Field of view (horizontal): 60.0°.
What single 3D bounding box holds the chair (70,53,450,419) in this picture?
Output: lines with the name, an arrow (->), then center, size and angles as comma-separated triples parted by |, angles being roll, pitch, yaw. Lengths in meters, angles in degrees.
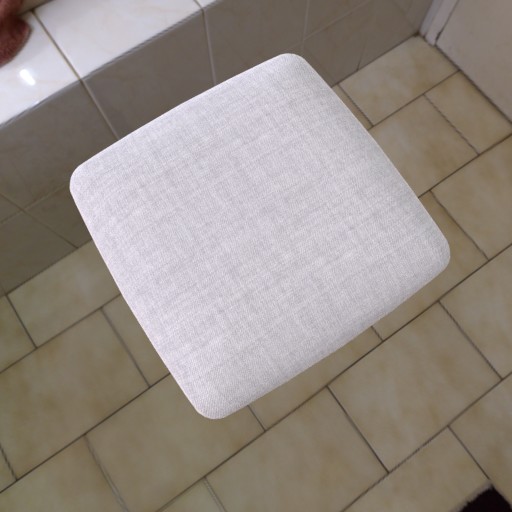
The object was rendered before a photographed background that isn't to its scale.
chair -> 0.000, 0.000, 0.688 | 0.350, 0.440, 0.350 | -32, 77, -8
